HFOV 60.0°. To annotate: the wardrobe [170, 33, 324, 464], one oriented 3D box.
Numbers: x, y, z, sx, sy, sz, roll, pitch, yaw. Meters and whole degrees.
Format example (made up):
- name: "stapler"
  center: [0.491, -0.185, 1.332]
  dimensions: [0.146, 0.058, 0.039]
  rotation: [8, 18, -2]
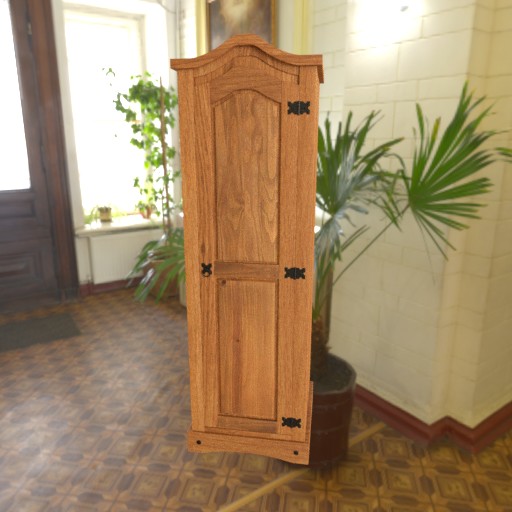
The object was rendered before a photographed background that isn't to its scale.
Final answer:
- name: "wardrobe"
  center: [0.000, 0.000, 2.172]
  dimensions: [0.590, 1.870, 0.570]
  rotation: [2, 15, 9]
